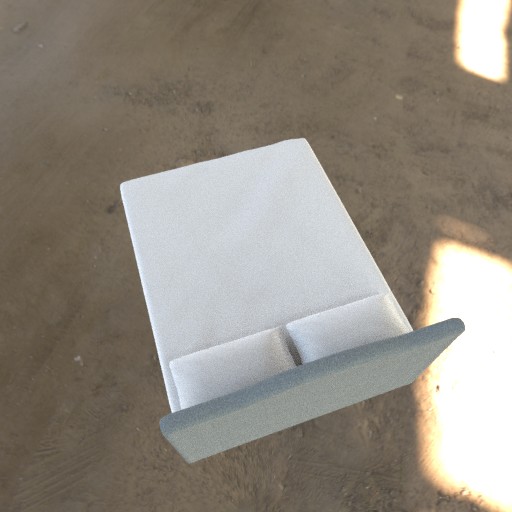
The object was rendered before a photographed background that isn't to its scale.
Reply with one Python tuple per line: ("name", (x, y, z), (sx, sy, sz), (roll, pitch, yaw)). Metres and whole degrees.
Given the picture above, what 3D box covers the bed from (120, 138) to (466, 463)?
("bed", (0.000, 0.000, 3.934), (2.161, 1.457, 2.689), (-16, 60, -10))
